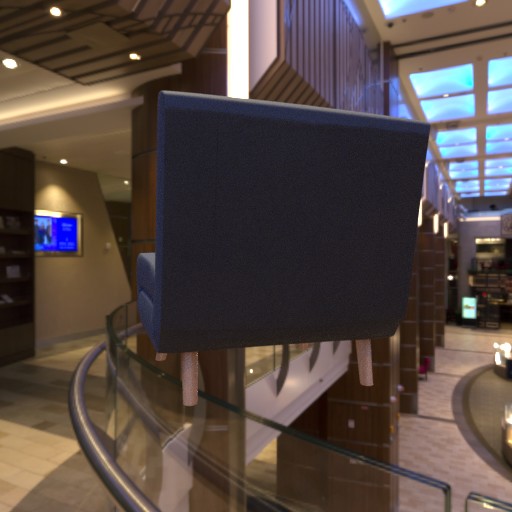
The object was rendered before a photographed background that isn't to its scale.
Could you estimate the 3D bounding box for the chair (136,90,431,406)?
[{"bbox_3d":[0.000,0.000,1.550,0.770,0.808,0.900,0,0,-19],"label":"chair"}]
